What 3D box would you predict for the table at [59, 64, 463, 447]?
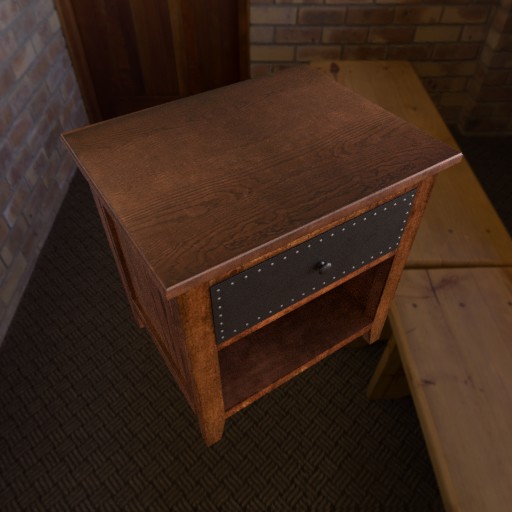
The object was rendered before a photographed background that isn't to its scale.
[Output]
[{"bbox_3d":[0.000,0.000,1.024,0.586,0.597,0.461,-25,51,-22],"label":"table"}]
